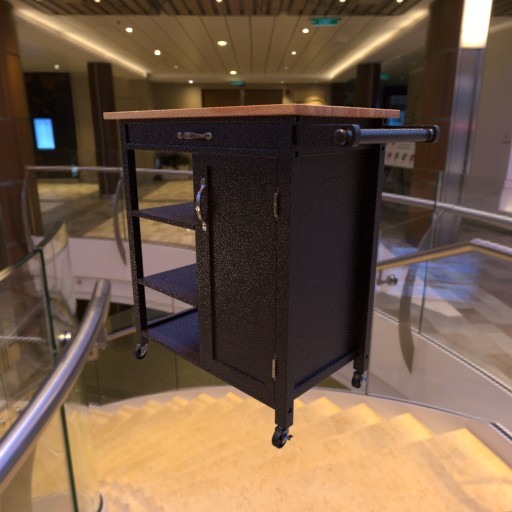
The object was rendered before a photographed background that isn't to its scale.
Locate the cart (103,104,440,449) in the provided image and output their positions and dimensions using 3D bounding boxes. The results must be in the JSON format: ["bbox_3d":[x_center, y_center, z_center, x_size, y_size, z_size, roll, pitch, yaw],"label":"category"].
[{"bbox_3d":[0.000,0.000,1.414,0.914,0.878,0.472,15,22,42],"label":"cart"}]
